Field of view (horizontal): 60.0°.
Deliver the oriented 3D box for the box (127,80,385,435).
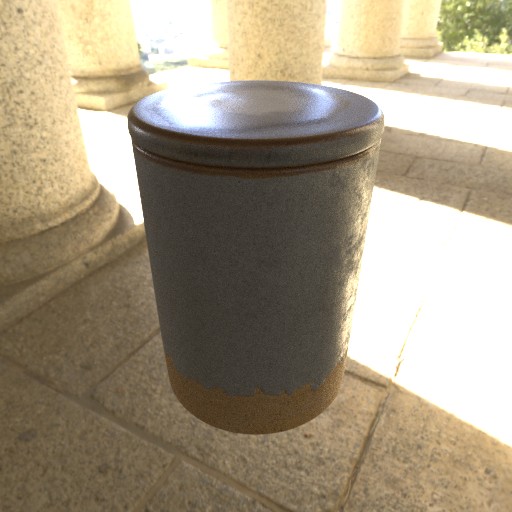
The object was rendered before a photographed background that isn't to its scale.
[{"bbox_3d":[0.000,0.000,0.250,0.118,0.168,0.118,0,32,0],"label":"box"}]
